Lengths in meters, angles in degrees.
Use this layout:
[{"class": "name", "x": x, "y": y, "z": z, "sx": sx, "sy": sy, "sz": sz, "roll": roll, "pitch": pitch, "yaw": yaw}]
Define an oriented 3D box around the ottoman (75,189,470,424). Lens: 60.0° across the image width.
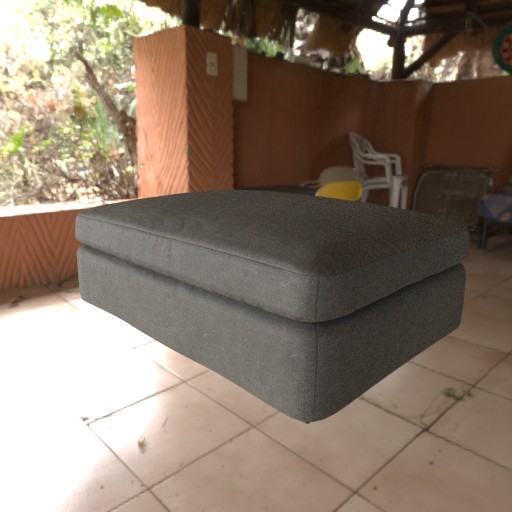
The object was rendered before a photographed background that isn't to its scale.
[{"class": "ottoman", "x": 0.000, "y": 0.000, "z": 1.579, "sx": 0.840, "sy": 0.429, "sz": 1.199, "roll": -14, "pitch": 20, "yaw": -43}]
